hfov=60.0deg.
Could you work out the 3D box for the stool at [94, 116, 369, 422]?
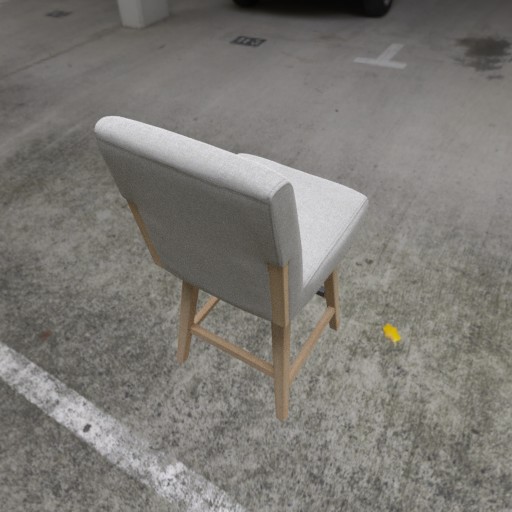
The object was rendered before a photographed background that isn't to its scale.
[{"bbox_3d":[0.000,0.000,1.400,0.507,1.085,0.606,24,50,21],"label":"stool"}]
